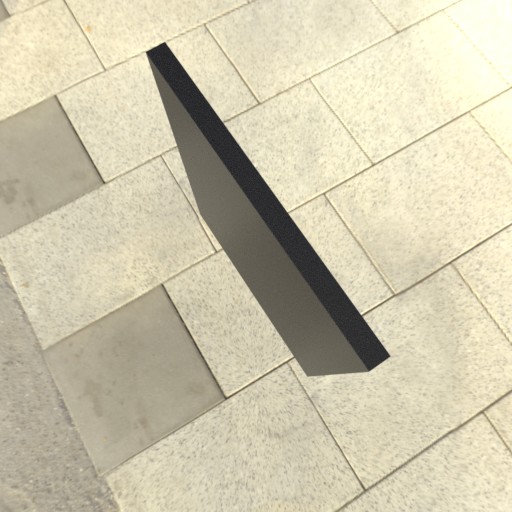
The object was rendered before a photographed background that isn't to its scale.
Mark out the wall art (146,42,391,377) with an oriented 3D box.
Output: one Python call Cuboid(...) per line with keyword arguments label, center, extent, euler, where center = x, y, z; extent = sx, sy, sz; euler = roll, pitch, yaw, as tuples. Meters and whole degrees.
Cuboid(label="wall art", center=(0.000, 0.000, 0.766), extent=(0.028, 0.557, 0.457), euler=(-32, 77, -9))
